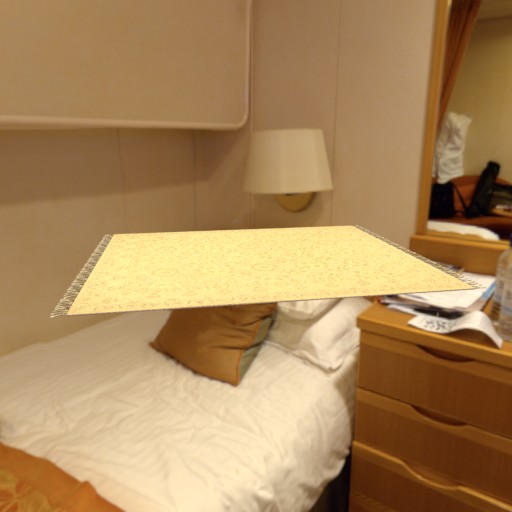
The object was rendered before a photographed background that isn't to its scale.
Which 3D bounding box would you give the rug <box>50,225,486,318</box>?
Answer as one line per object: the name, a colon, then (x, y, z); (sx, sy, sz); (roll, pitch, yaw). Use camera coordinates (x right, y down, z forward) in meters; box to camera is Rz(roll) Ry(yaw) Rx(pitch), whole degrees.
rug: (0.000, 0.000, 4.141); (3.043, 0.013, 2.444); (-3, 15, -10)
